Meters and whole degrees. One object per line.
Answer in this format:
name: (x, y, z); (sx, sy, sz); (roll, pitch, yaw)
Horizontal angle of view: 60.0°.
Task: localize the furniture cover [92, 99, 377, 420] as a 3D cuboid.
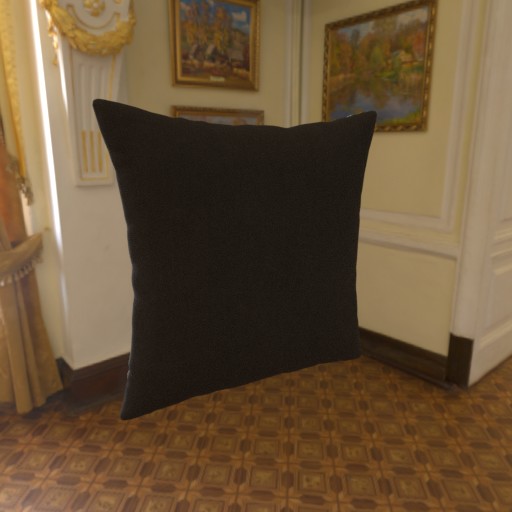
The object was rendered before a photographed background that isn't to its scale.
furniture cover: (0.000, 0.000, 0.789); (0.511, 0.509, 0.161); (-7, 16, -26)
